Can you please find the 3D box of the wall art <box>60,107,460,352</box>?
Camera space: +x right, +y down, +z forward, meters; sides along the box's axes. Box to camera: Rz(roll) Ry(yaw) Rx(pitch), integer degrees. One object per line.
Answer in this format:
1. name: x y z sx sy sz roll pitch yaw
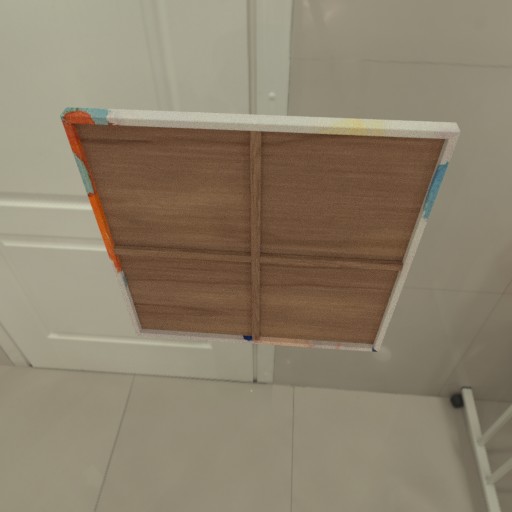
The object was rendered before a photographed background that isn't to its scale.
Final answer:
1. wall art: 0.000 0.000 1.202 0.814 0.814 0.037 3 46 3
